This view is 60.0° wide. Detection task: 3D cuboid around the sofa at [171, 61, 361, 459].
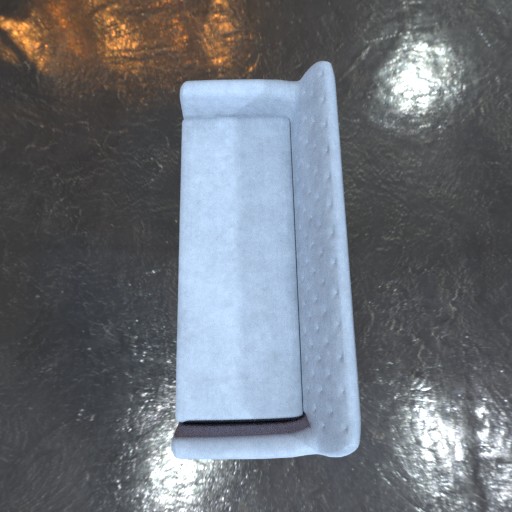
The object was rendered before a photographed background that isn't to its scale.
[{"bbox_3d":[0.000,0.000,2.390,0.830,0.830,1.970,-1,76,0],"label":"sofa"}]
